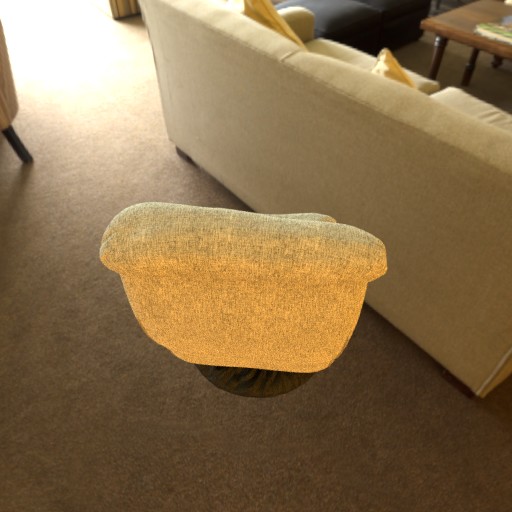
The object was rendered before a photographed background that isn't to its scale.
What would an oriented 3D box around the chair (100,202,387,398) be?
[{"bbox_3d":[0.000,0.000,0.967,0.400,0.600,0.583,4,46,4],"label":"chair"}]
